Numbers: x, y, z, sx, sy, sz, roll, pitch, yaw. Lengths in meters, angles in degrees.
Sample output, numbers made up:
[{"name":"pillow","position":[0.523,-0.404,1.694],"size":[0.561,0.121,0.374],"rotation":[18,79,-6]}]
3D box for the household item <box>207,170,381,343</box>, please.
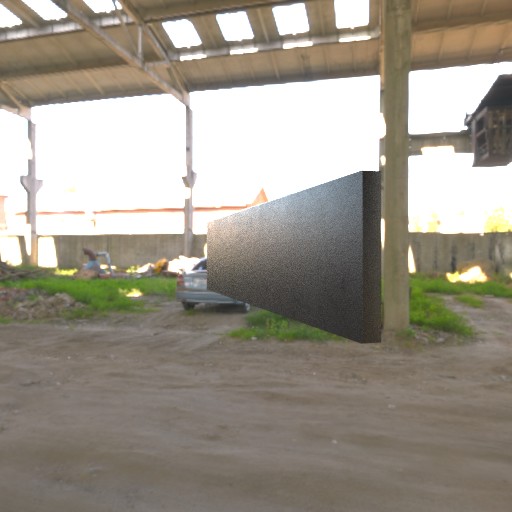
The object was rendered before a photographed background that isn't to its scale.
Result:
[{"name":"household item","position":[0.000,0.000,1.078],"size":[0.030,0.236,1.001],"rotation":[0,0,-18]}]
